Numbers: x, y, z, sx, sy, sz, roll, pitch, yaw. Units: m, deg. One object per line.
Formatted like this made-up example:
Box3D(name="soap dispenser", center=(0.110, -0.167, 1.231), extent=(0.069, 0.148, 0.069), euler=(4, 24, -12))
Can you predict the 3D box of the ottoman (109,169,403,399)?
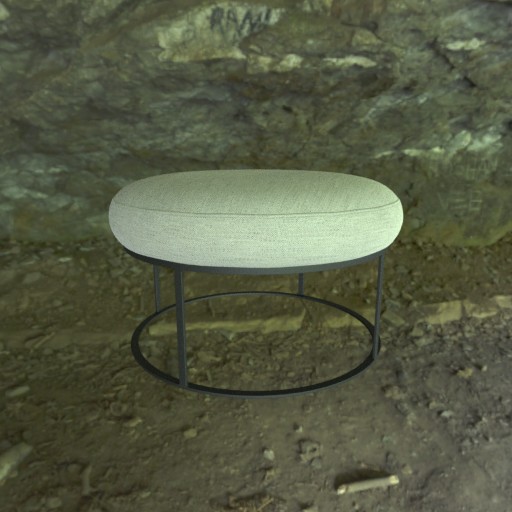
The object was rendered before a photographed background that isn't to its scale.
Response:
Box3D(name="ottoman", center=(0.000, 0.000, 1.245), extent=(0.769, 0.459, 0.769), euler=(0, 14, 0))
